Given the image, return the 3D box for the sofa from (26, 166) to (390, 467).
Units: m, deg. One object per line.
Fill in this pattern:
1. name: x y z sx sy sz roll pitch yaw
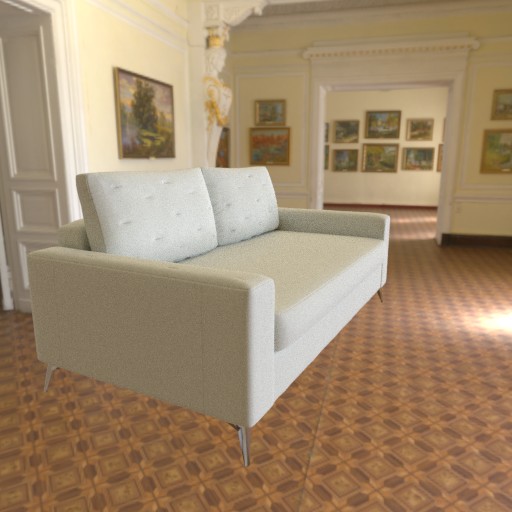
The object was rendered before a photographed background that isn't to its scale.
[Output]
1. sofa: 0.000 0.000 2.026 0.920 0.790 1.650 7 14 28
